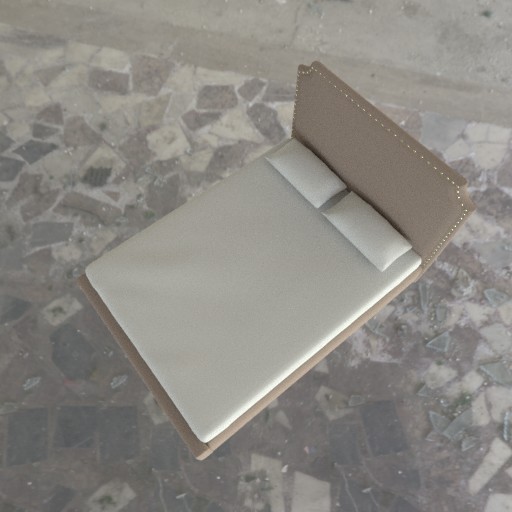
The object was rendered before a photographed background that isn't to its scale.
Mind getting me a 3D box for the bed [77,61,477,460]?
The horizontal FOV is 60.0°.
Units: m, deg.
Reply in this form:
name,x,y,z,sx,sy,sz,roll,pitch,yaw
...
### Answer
name,x,y,z,sx,sy,sz,roll,pitch,yaw
bed,0.000,0.000,3.359,2.372,1.443,1.713,-36,68,-16
